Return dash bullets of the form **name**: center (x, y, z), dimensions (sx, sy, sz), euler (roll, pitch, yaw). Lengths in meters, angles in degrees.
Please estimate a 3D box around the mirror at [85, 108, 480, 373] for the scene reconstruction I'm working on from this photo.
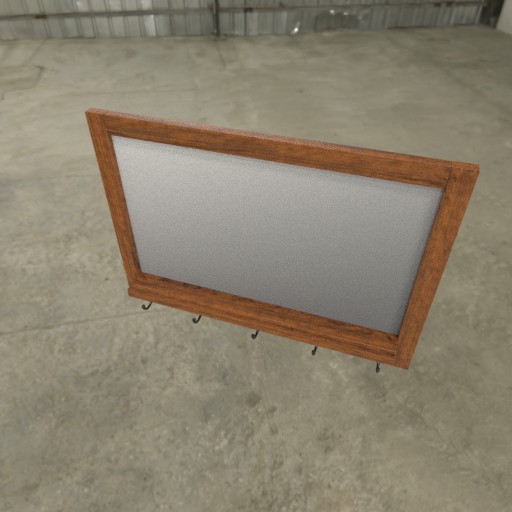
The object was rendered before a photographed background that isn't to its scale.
- **mirror**: center (0.000, 0.000, 0.973), dimensions (0.758, 0.537, 0.084), euler (12, 41, 15)
